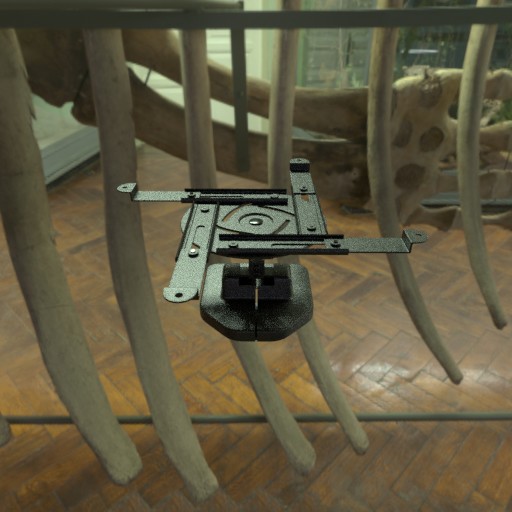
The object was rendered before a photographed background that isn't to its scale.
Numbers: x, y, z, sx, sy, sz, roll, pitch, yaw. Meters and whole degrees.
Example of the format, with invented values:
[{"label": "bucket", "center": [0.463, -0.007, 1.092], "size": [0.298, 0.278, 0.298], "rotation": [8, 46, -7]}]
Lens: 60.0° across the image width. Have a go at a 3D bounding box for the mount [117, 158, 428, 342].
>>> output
[{"label": "mount", "center": [0.000, 0.000, 0.604], "size": [0.394, 0.141, 0.394], "rotation": [0, 31, 0]}]
